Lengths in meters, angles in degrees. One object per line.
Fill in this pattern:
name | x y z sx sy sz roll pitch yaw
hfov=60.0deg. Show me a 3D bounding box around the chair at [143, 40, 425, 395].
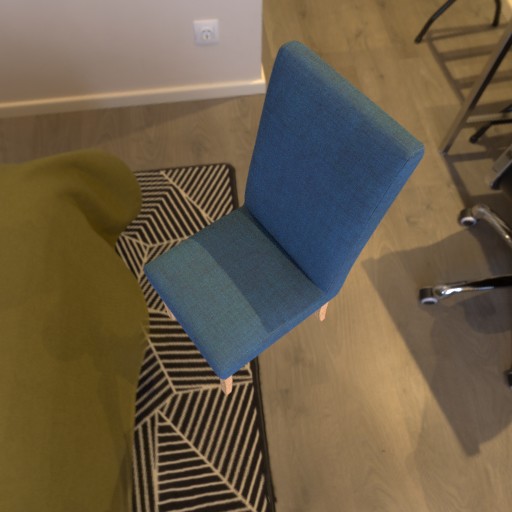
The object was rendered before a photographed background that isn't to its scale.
chair | 0.000 0.000 1.391 0.610 1.029 0.450 -35 69 -16
